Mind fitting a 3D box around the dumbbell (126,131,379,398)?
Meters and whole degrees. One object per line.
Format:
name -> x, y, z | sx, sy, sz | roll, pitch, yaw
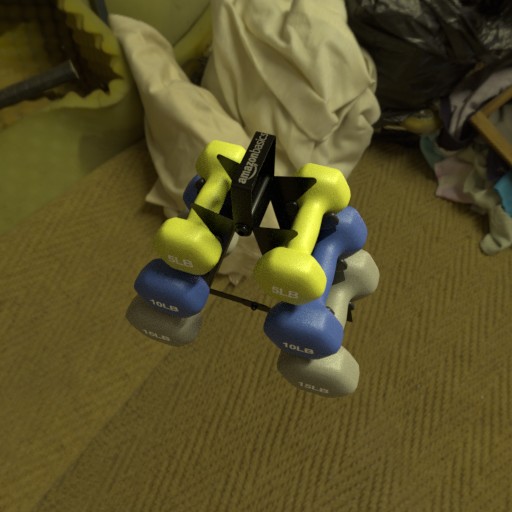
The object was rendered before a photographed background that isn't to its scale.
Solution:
dumbbell -> 0.000, 0.000, 0.698 | 0.416, 0.426, 0.261 | 16, 59, 10
